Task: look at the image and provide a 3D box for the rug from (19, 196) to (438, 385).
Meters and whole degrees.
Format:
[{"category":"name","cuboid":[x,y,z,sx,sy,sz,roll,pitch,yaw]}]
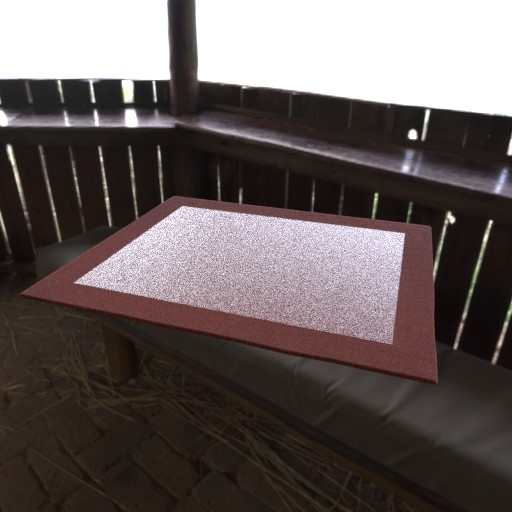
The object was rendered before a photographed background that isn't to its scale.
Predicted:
[{"category":"rug","cuboid":[0.000,0.000,3.942,2.976,0.018,2.430,9,28,17]}]
